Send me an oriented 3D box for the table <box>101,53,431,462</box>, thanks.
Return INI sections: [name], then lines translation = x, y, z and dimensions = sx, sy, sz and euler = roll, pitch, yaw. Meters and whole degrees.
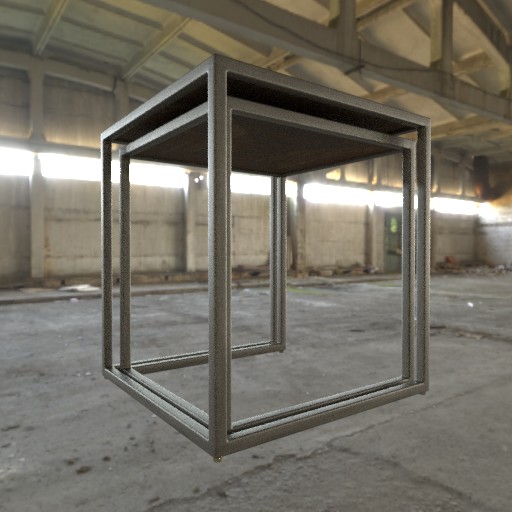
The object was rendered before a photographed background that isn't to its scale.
[table]
translation = 0.000, 0.000, 0.847
dimensions = 0.449, 0.500, 0.450
euler = -1, 1, -36
